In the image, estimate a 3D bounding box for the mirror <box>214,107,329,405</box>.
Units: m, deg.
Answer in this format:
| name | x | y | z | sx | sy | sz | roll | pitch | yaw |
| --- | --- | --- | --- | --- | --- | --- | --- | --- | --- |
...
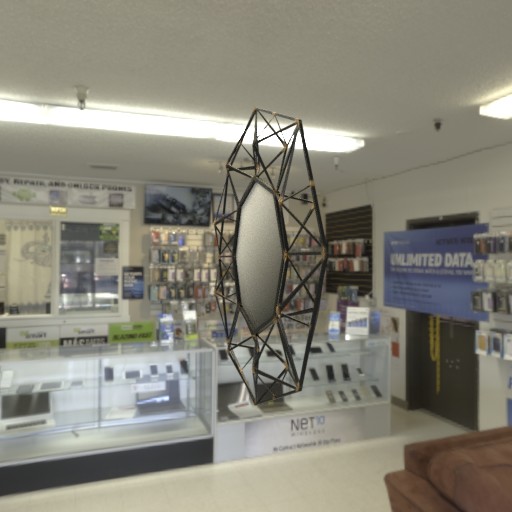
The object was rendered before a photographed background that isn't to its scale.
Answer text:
| name | x | y | z | sx | sy | sz | roll | pitch | yaw |
| --- | --- | --- | --- | --- | --- | --- | --- | --- | --- |
| mirror | 0.000 | 0.000 | 1.056 | 0.094 | 0.710 | 0.710 | 0 | -1 | -19 |
